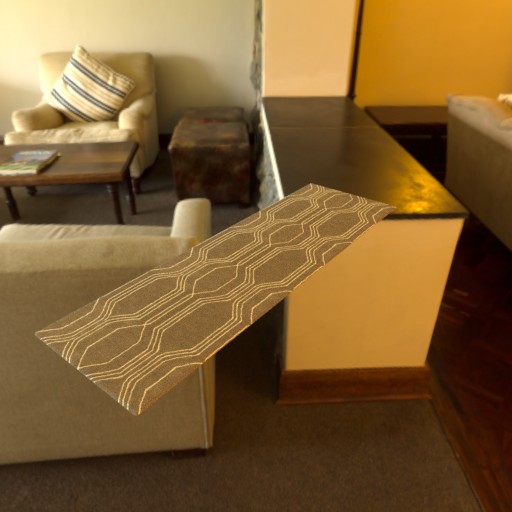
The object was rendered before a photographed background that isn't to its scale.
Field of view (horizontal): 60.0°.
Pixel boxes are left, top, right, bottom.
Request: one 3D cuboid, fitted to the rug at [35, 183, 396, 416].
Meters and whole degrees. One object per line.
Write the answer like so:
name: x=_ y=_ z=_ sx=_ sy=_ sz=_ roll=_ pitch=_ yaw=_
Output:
rug: x=0.000 y=0.000 z=2.750 sx=0.773 sy=0.012 sz=2.464 roll=22 pitch=37 yaw=32
